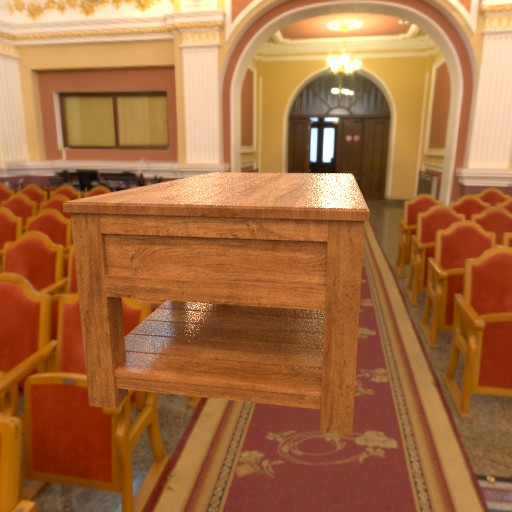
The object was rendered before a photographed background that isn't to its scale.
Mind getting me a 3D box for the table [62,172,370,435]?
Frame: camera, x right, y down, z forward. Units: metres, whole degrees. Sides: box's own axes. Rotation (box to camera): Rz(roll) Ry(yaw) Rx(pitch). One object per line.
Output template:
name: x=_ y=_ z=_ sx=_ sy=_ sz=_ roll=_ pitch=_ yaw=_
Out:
table: x=0.000 y=0.000 z=1.469 sx=0.635 sy=0.480 sz=1.150 roll=3 pitch=14 yaw=10
